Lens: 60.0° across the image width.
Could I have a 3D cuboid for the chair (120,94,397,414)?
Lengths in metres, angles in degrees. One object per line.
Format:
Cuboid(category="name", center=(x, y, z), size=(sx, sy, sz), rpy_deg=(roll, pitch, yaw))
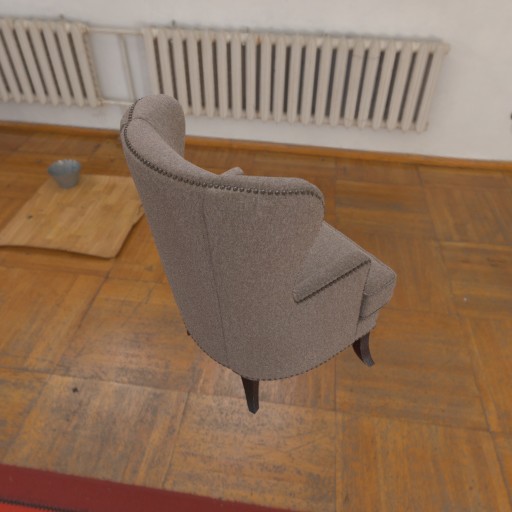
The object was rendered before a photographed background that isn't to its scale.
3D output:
Cuboid(category="chair", center=(0.000, 0.000, 1.617), size=(0.758, 1.060, 0.759), rpy_deg=(-26, 47, -27))
